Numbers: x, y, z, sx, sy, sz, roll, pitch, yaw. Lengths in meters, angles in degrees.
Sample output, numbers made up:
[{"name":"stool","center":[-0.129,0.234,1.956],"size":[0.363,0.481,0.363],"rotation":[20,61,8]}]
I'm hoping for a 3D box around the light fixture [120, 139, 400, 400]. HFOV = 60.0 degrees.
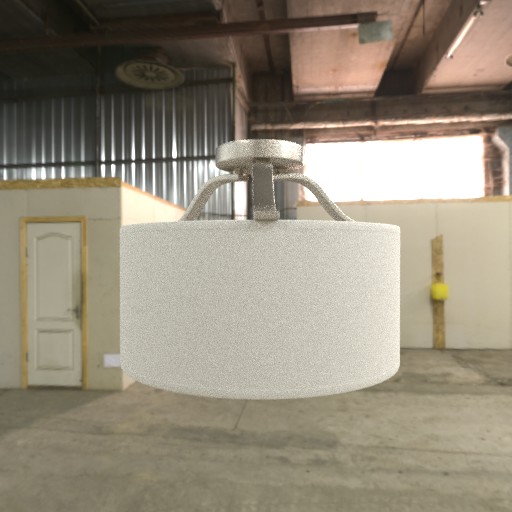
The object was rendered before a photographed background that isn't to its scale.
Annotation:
[{"name":"light fixture","center":[0.000,0.000,0.638],"size":[0.395,0.304,0.395],"rotation":[0,1,0]}]
